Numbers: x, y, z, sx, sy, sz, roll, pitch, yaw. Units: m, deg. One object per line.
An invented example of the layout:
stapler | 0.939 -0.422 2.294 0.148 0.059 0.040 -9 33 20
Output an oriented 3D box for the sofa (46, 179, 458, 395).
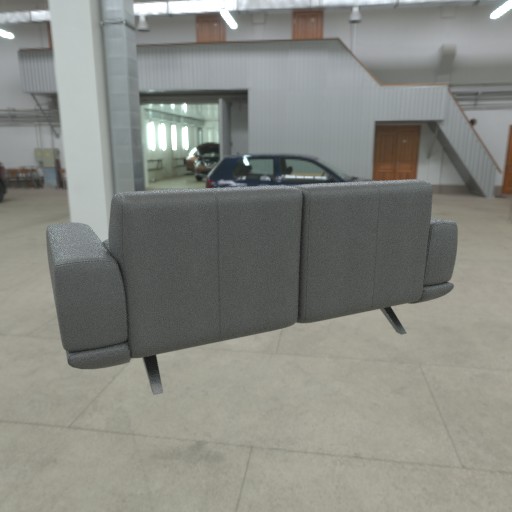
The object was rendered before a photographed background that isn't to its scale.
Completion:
sofa | 0.000 0.000 2.254 1.901 0.772 0.900 -7 15 -26
